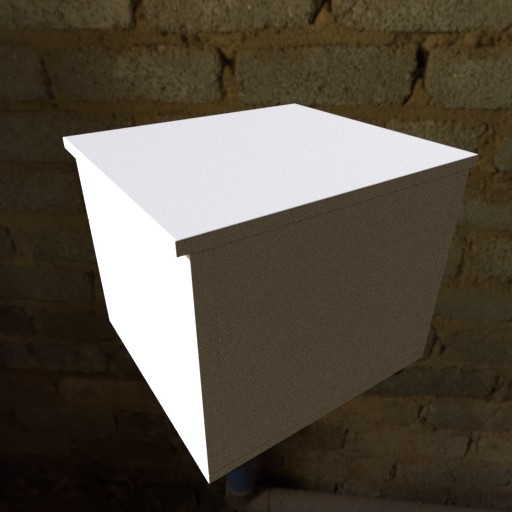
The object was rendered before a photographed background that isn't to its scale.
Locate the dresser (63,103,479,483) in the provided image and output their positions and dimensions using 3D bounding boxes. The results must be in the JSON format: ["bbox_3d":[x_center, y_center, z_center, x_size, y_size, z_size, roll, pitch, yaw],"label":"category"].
[{"bbox_3d":[0.000,0.000,0.707,0.430,0.360,0.400,-19,35,-29],"label":"dresser"}]
